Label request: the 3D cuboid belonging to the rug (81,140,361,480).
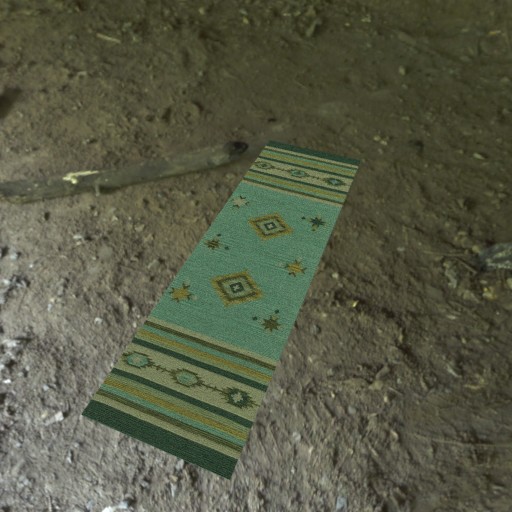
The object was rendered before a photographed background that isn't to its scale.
[{"bbox_3d":[0.000,0.000,2.706,0.744,0.010,2.441,16,49,15],"label":"rug"}]
